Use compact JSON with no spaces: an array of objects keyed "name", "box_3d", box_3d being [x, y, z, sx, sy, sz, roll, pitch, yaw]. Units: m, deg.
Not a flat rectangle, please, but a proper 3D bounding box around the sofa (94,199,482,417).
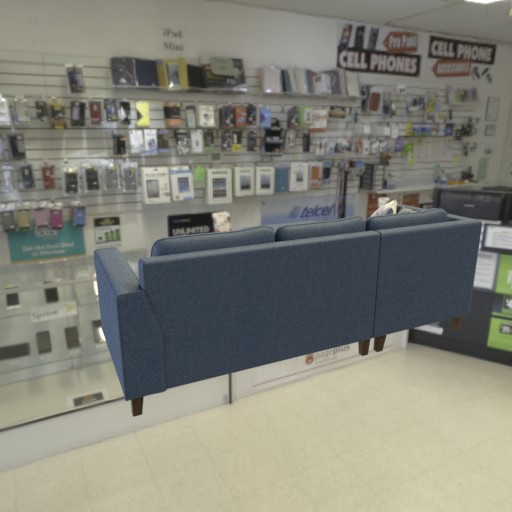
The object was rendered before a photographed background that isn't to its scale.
[{"name":"sofa","box_3d":[0.000,0.000,3.058,2.120,0.787,1.829,-7,18,-25]}]
